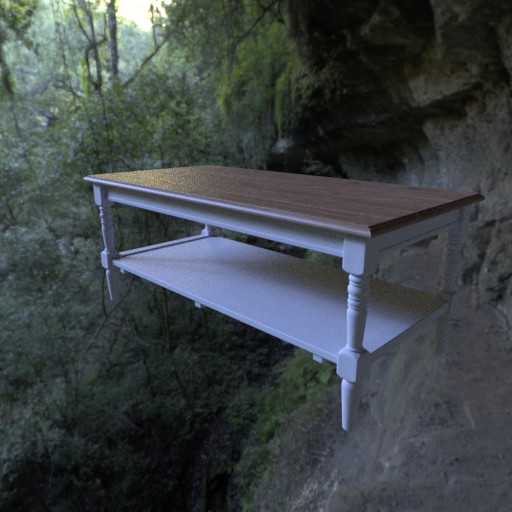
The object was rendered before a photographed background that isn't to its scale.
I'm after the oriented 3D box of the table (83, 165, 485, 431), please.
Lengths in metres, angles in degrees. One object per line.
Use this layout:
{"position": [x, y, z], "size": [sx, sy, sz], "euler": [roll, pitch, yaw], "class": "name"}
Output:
{"position": [0.000, 0.000, 1.397], "size": [1.118, 0.458, 0.559], "euler": [16, 23, 42], "class": "table"}
